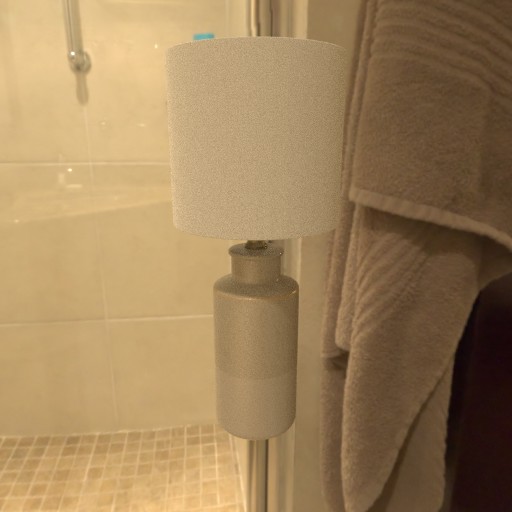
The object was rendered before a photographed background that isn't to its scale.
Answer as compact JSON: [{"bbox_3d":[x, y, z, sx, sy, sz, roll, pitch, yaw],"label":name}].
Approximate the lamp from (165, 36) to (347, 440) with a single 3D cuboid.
[{"bbox_3d":[0.000,0.000,0.590,0.212,0.493,0.212,-15,21,-43],"label":"lamp"}]
